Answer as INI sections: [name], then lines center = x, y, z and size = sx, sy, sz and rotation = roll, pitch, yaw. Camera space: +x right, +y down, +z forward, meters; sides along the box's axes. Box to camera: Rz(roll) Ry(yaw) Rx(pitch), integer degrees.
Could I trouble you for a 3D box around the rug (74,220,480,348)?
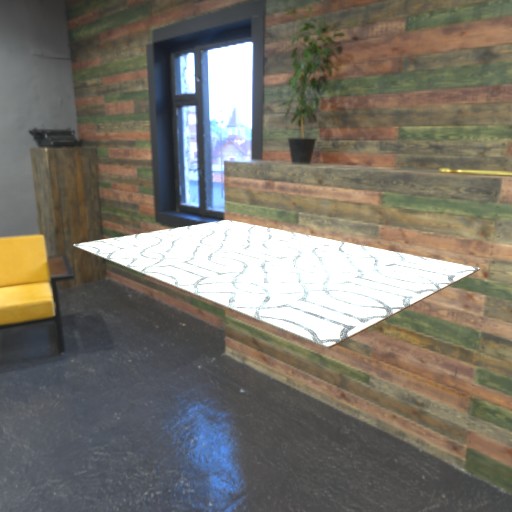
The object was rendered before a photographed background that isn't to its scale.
[rug]
center = 0.000, 0.000, 3.007
size = 1.521, 0.017, 2.365
rotation = -14, 20, -42
